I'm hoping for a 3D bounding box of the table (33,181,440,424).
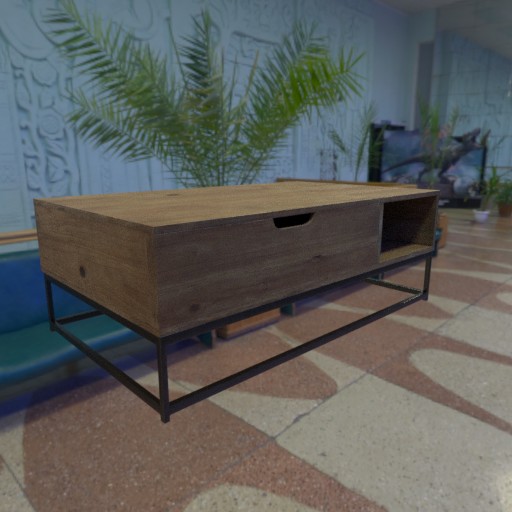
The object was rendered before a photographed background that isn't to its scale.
[{"bbox_3d":[0.000,0.000,1.418,1.101,0.395,0.655,-12,18,-42],"label":"table"}]
